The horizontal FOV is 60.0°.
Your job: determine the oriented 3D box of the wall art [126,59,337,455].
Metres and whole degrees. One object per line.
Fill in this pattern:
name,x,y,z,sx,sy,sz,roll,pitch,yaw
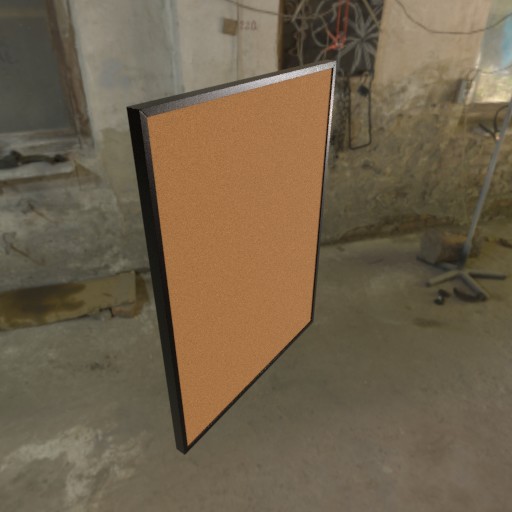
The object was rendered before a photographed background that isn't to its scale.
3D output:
wall art,0.000,0.000,1.407,0.040,1.062,0.805,21,37,30
